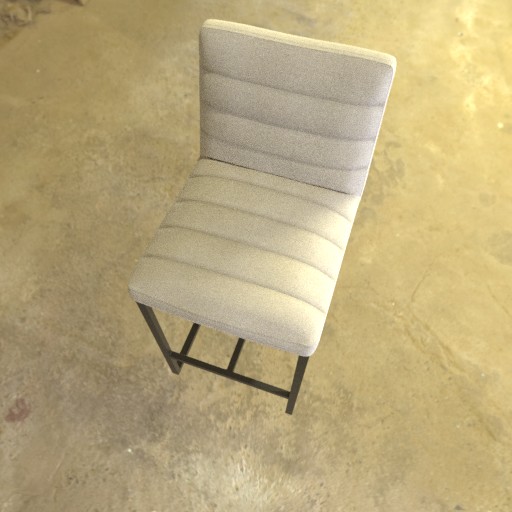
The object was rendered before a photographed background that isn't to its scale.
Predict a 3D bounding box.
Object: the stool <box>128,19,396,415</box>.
[{"bbox_3d":[0.000,0.000,1.225,0.459,0.971,0.567,16,59,10],"label":"stool"}]
